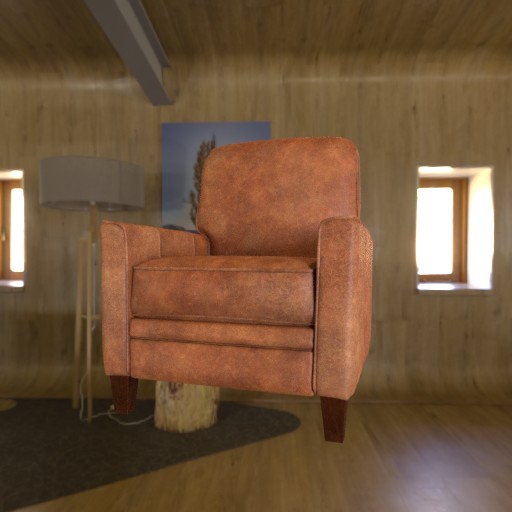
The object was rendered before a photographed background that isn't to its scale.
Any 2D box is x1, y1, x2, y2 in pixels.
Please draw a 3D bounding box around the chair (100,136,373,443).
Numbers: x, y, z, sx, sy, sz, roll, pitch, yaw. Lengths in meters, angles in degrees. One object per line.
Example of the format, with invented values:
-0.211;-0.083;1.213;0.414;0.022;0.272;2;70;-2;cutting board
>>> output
0.000;0.000;1.695;0.843;1.043;0.836;0;1;18;chair
